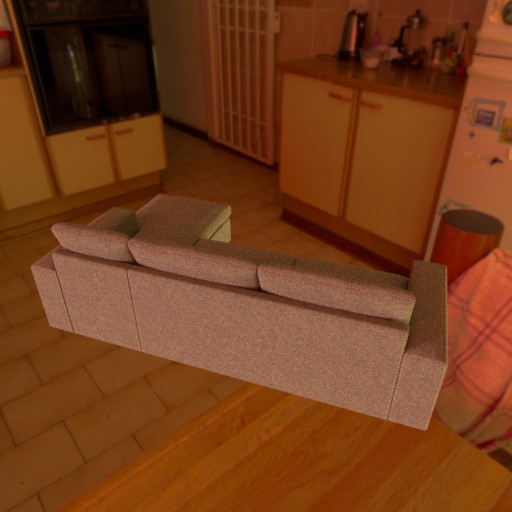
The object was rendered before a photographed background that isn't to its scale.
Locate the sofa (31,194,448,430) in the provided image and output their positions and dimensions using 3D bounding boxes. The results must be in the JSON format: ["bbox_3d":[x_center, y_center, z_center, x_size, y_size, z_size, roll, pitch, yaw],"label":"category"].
[{"bbox_3d":[0.000,0.000,3.413,2.718,0.940,1.689,11,34,16],"label":"sofa"}]
